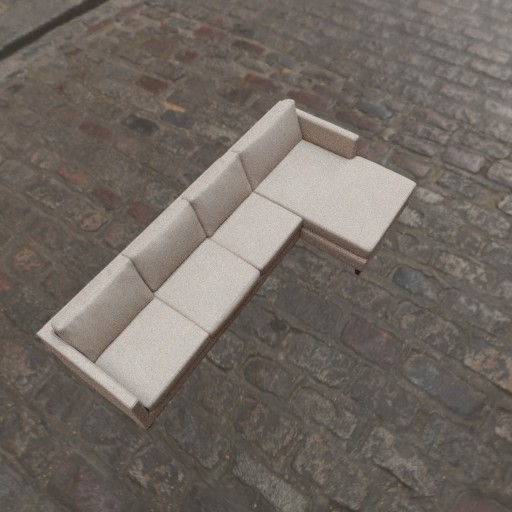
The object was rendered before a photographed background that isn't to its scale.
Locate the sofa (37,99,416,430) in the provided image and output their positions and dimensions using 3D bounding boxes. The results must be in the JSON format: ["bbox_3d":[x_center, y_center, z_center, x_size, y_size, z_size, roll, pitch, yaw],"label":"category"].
[{"bbox_3d":[0.000,0.000,3.820,1.625,0.846,3.186,30,61,18],"label":"sofa"}]
